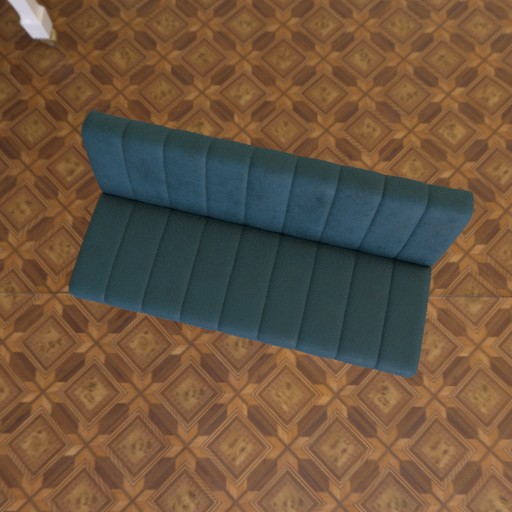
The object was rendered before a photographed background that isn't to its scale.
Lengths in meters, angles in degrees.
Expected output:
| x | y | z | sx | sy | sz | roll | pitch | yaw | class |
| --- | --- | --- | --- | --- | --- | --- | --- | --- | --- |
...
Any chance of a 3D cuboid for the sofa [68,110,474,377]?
| x | y | z | sx | sy | sz | roll | pitch | yaw | class |
| --- | --- | --- | --- | --- | --- | --- | --- | --- | --- |
| 0.000 | 0.000 | 2.284 | 1.810 | 0.825 | 0.830 | 13 | 76 | 3 | sofa |
